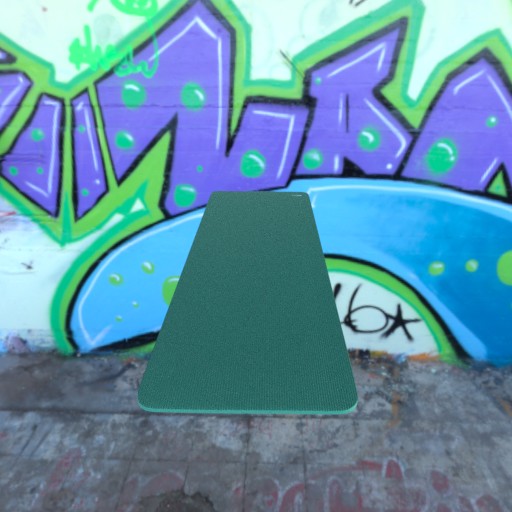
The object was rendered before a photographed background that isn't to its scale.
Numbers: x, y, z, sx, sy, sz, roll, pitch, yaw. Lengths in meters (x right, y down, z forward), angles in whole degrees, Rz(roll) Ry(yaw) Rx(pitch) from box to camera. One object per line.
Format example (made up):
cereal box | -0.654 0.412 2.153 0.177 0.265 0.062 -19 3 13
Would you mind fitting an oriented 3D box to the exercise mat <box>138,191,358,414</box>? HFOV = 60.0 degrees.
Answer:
exercise mat | 0.000 0.000 2.021 0.616 0.021 1.869 1 26 1
